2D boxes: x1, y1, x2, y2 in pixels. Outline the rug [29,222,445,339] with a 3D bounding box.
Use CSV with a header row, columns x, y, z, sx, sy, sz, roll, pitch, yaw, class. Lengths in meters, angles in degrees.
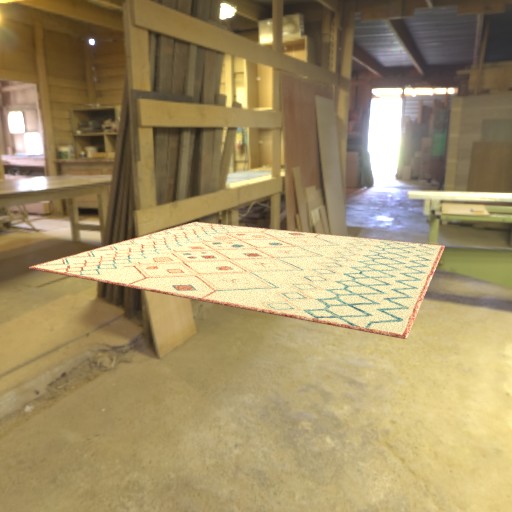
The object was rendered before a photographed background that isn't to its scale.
x,y,z,sx,sy,sz,roll,pitch,yaw,class
0.000,0.000,4.101,3.050,0.016,2.441,7,16,26,rug
